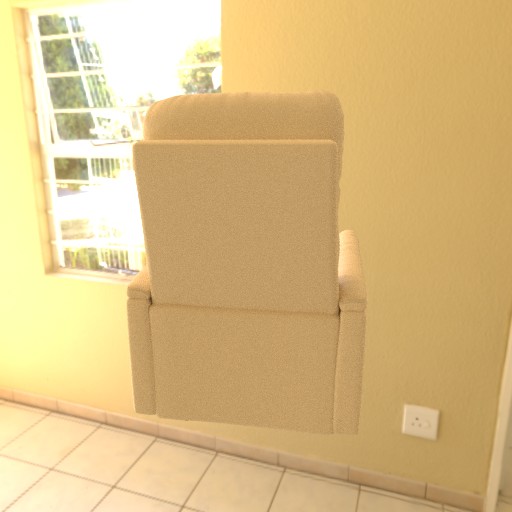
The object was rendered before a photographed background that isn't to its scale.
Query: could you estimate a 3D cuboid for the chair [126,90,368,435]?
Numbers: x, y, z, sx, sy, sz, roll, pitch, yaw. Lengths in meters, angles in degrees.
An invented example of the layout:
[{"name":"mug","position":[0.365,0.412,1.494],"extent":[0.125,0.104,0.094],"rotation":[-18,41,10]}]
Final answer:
[{"name":"chair","position":[0.000,0.000,1.630],"extent":[0.775,1.082,0.831],"rotation":[2,14,9]}]
